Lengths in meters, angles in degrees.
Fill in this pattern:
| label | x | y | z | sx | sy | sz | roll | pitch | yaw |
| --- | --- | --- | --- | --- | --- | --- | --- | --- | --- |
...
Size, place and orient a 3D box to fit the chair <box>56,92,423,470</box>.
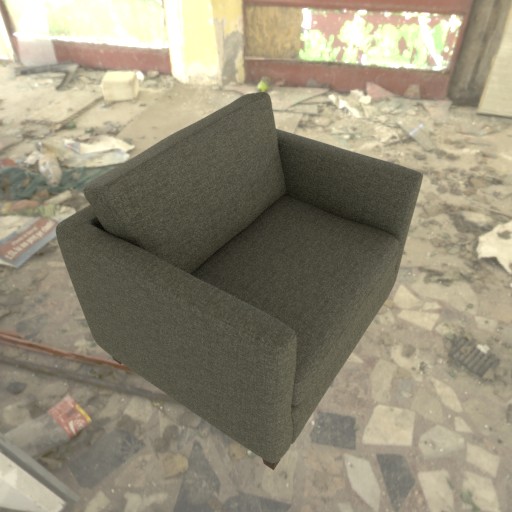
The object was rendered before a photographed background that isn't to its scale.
| label | x | y | z | sx | sy | sz | roll | pitch | yaw |
| --- | --- | --- | --- | --- | --- | --- | --- | --- | --- |
| chair | 0.000 | 0.000 | 1.800 | 0.959 | 0.963 | 1.107 | 24 | 46 | 26 |
